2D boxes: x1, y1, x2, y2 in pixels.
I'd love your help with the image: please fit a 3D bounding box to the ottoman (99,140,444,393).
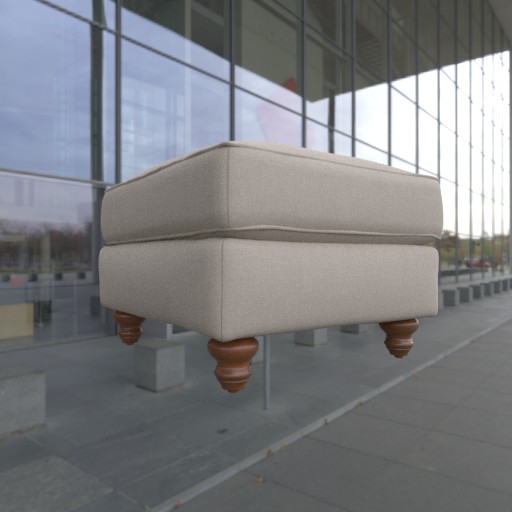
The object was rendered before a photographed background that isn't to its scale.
[{"bbox_3d":[0.000,0.000,1.178,0.662,0.505,0.716,0,0,-35],"label":"ottoman"}]
